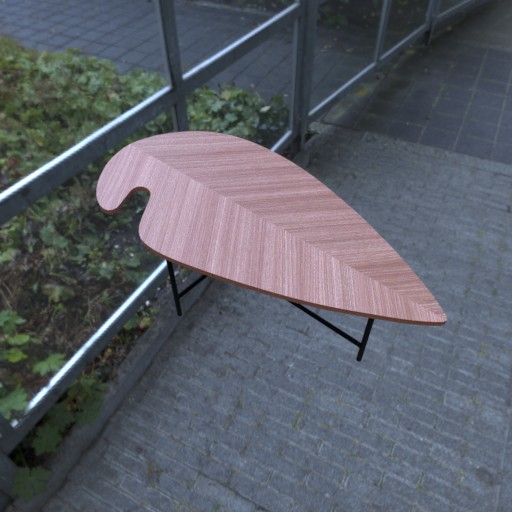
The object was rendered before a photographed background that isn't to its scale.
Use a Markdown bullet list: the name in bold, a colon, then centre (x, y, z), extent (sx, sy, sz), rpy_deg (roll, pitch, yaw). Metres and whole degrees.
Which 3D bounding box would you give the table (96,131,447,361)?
- **table**: centre (0.000, 0.000, 1.457), extent (1.199, 0.360, 0.598), rpy_deg (31, 53, 27)
